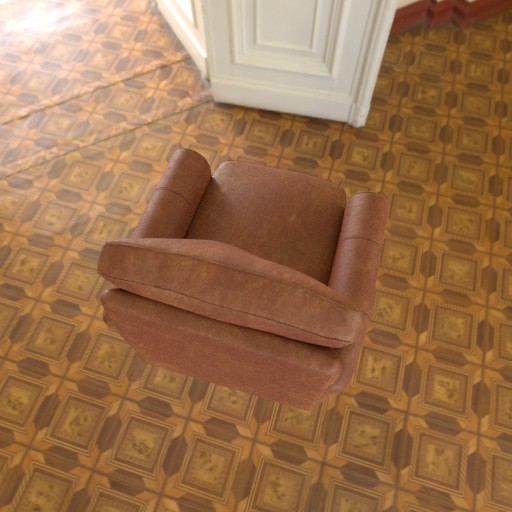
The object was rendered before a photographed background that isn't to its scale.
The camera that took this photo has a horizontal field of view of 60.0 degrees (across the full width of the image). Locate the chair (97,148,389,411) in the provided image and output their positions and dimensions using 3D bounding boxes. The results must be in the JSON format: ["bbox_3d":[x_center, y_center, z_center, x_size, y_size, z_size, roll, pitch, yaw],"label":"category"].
[{"bbox_3d":[0.000,0.000,1.857,0.983,0.962,0.986,15,64,7],"label":"chair"}]
